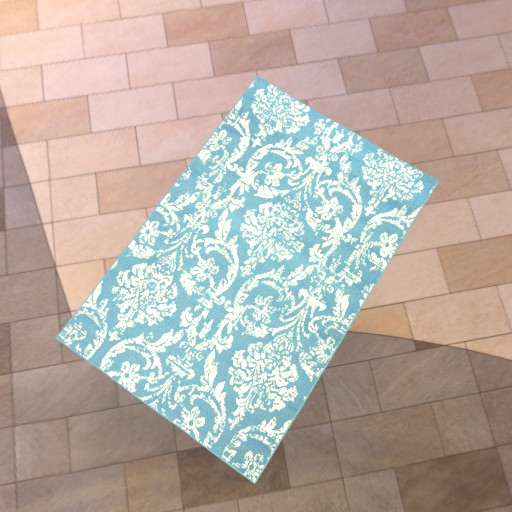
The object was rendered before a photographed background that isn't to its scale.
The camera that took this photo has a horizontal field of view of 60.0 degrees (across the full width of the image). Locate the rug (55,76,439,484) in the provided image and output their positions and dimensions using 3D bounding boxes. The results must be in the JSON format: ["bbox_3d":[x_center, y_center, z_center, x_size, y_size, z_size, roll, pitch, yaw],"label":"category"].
[{"bbox_3d":[0.000,0.000,2.337,1.211,0.012,1.833,33,78,8],"label":"rug"}]
